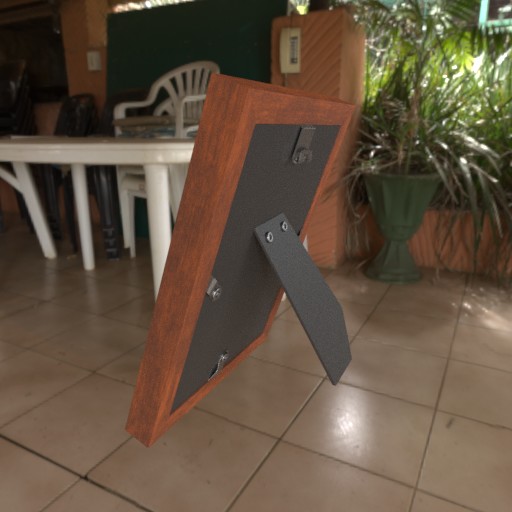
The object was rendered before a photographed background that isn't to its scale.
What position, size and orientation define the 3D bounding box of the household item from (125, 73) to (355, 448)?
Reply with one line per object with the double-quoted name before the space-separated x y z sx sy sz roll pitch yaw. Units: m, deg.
"household item" 0.000 0.000 0.289 0.096 0.204 0.160 8 18 26
